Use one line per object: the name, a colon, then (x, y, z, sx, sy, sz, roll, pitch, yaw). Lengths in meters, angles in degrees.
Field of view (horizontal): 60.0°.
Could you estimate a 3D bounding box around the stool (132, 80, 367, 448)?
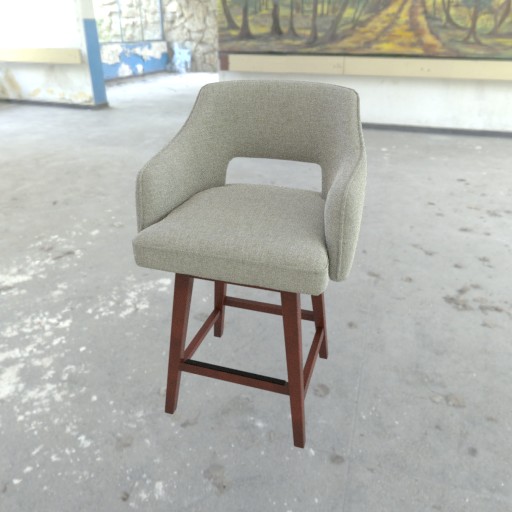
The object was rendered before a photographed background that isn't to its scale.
stool: (0.000, 0.000, 1.341, 0.599, 0.944, 0.558, 8, 29, 16)
